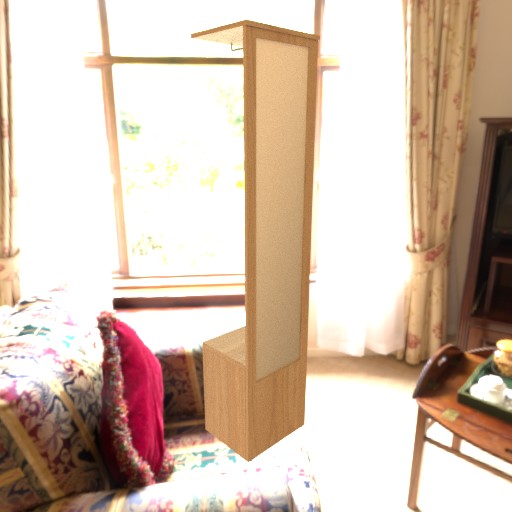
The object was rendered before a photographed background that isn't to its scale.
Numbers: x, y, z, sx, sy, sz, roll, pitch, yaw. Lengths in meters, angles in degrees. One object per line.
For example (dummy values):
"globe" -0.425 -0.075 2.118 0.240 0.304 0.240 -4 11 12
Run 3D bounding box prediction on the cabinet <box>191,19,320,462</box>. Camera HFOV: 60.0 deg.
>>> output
"cabinet" 0.000 0.000 2.067 0.411 1.879 0.338 -15 21 -41
